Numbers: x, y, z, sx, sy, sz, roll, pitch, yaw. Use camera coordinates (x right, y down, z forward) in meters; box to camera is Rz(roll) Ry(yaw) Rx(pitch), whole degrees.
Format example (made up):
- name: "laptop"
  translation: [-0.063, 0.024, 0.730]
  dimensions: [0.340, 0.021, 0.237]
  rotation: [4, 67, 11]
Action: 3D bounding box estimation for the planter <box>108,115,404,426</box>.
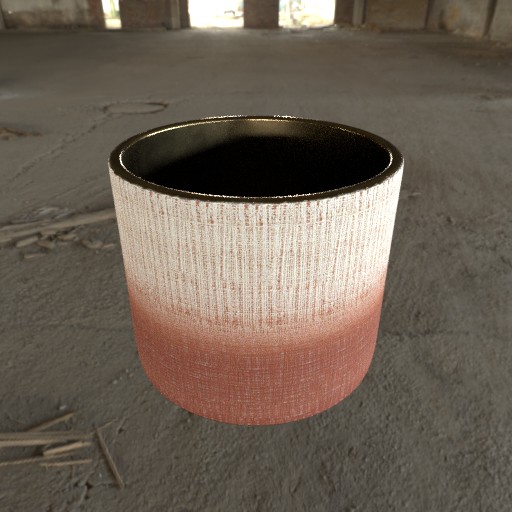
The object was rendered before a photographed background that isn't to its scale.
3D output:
- name: "planter"
  translation: [0.000, 0.000, 0.442]
  dimensions: [0.254, 0.221, 0.254]
  rotation: [0, 30, 0]
